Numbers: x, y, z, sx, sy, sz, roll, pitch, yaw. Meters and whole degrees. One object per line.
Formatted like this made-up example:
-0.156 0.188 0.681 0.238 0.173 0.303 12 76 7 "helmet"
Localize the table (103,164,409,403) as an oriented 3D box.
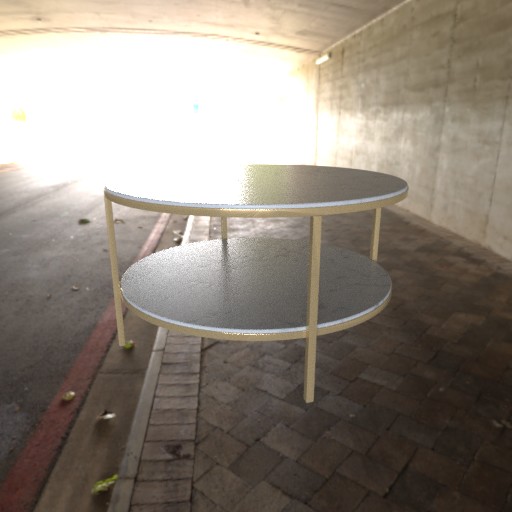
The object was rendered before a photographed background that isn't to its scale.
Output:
0.000 0.000 1.286 0.800 0.450 0.800 0 17 0 "table"
